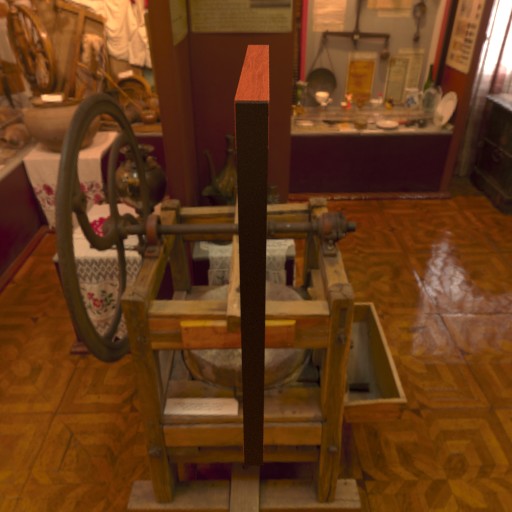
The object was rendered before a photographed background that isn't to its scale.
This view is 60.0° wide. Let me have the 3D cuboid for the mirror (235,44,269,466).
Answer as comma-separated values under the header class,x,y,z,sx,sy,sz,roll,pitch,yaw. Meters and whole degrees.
class,x,y,z,sx,sy,sz,roll,pitch,yaw
mirror,0.000,0.000,1.027,0.047,0.823,0.525,1,33,1
